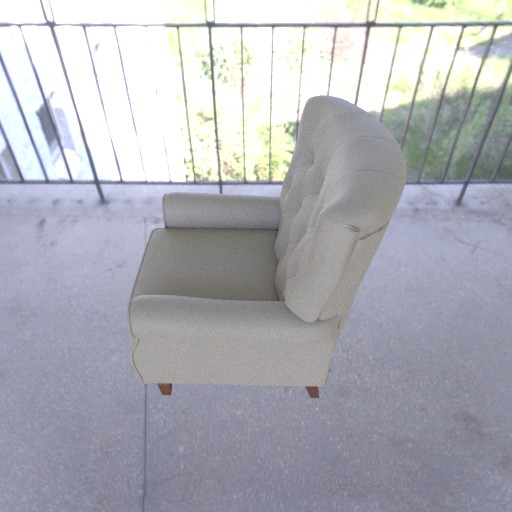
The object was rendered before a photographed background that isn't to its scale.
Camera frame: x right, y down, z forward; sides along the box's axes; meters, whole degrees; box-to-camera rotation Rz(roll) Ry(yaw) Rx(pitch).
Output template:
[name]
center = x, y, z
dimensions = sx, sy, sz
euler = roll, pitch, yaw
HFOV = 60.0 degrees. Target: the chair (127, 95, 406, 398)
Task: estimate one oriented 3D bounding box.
[chair]
center = 0.000, 0.000, 1.943
dimensions = 1.059, 1.158, 0.943
euler = 1, 41, 1
